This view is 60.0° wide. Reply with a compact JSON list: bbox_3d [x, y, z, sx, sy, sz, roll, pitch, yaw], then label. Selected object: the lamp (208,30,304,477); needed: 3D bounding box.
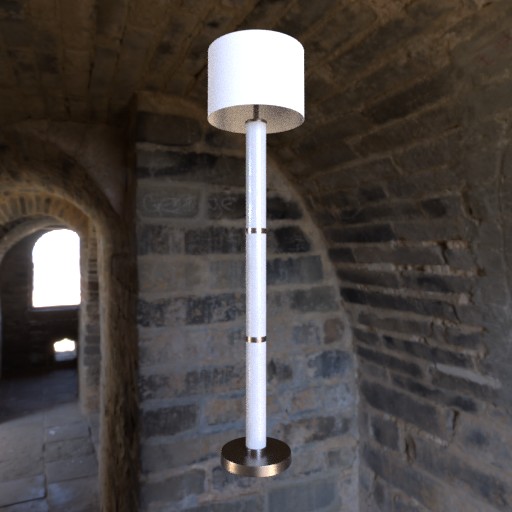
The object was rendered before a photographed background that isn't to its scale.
[{"bbox_3d":[0.000,0.000,1.741,0.377,1.599,0.377,0,0,17],"label":"lamp"}]
